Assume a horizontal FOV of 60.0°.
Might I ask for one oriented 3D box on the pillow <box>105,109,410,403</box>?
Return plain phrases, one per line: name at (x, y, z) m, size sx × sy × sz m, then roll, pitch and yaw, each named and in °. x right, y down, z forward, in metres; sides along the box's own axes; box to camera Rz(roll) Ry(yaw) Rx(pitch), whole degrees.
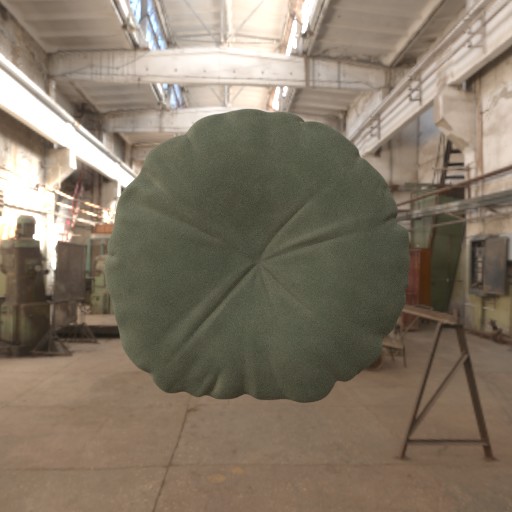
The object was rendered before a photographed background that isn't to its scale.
pillow at (0.000, 0.000, 0.632) m, size 0.428 × 0.407 × 0.148 m, roll 0°, pitch 0°, yaw 0°
